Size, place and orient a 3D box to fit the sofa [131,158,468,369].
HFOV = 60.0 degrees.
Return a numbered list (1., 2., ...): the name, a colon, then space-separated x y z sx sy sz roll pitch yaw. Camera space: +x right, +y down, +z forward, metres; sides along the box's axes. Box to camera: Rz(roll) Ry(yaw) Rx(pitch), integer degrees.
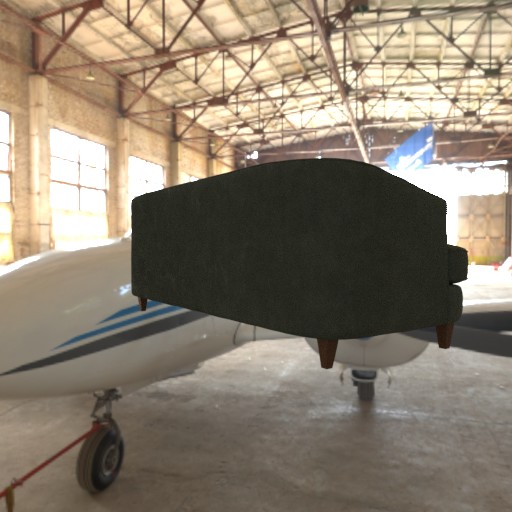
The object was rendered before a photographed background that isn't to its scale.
1. sofa: 0.000 0.000 2.762 0.941 0.855 2.278 -1 2 -36
